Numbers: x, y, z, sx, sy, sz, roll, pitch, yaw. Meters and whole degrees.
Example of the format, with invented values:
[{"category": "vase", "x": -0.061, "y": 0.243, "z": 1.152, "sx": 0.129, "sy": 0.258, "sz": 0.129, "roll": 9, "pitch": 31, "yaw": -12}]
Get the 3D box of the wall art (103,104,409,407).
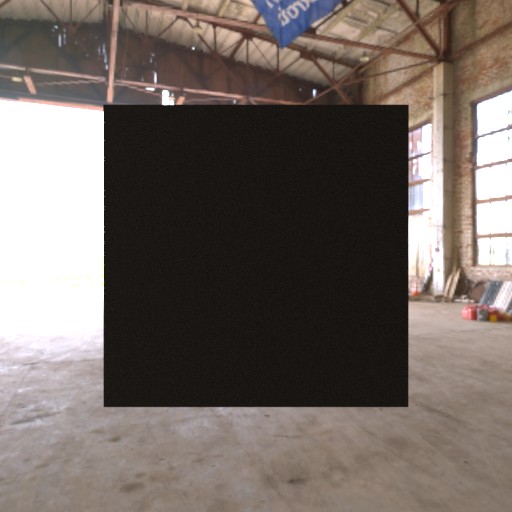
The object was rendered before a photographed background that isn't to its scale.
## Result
[{"category": "wall art", "x": 0.000, "y": 0.000, "z": 0.686, "sx": 0.462, "sy": 0.458, "sz": 0.030, "roll": 0, "pitch": 0, "yaw": 0}]
